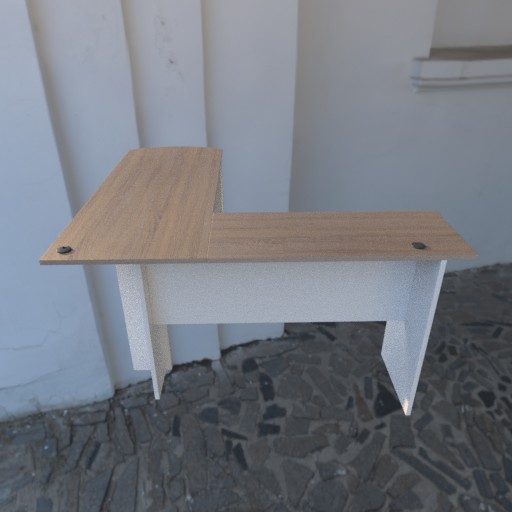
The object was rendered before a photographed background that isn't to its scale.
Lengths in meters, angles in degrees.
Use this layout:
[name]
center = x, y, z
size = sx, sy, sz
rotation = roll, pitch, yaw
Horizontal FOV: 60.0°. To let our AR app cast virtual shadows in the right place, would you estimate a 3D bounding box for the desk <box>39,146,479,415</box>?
[desk]
center = 0.000, 0.000, 2.111
size = 1.361, 0.716, 1.303
rotation = -1, 29, -1
